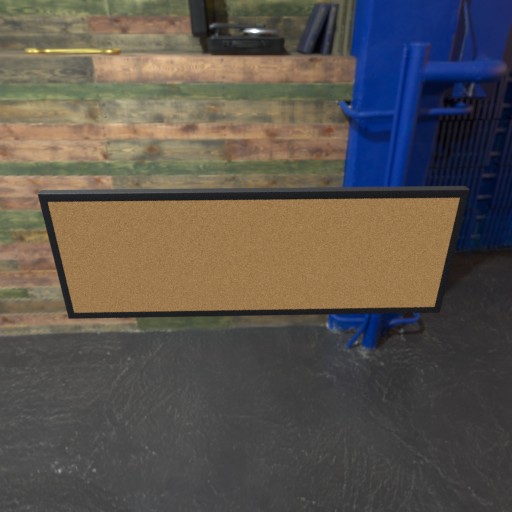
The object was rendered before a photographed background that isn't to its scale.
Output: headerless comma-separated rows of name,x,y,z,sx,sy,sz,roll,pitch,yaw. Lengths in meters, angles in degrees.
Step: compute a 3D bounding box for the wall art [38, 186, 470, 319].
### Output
wall art,0.000,0.000,1.761,1.572,0.554,0.041,-1,29,-1
